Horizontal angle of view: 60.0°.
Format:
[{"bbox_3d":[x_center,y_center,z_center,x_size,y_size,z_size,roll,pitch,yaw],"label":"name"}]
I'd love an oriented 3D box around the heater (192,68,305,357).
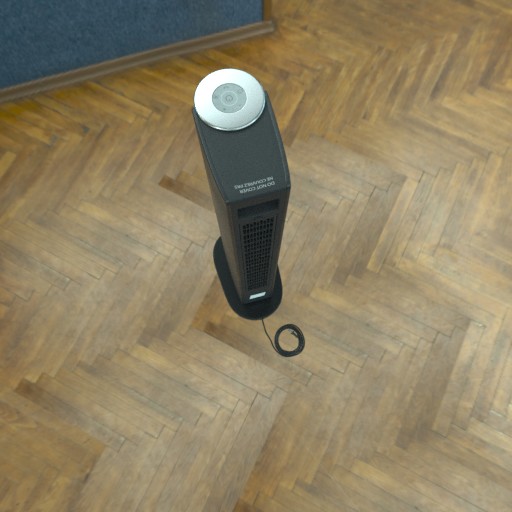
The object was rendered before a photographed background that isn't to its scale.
[{"bbox_3d":[0.000,0.000,1.046,0.214,0.856,0.458,-15,74,-4],"label":"heater"}]
